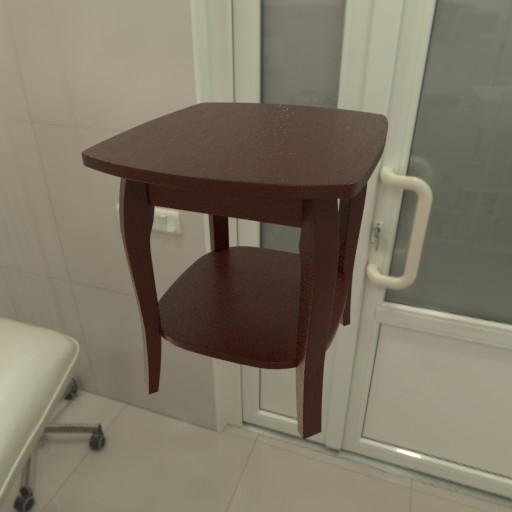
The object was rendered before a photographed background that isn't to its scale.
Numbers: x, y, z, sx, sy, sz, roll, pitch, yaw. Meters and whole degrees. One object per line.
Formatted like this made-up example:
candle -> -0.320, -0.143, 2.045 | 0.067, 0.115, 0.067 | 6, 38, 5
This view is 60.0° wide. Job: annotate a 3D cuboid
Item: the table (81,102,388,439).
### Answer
table -> 0.000, 0.000, 0.888 | 0.433, 0.496, 0.502 | 10, 31, 17
